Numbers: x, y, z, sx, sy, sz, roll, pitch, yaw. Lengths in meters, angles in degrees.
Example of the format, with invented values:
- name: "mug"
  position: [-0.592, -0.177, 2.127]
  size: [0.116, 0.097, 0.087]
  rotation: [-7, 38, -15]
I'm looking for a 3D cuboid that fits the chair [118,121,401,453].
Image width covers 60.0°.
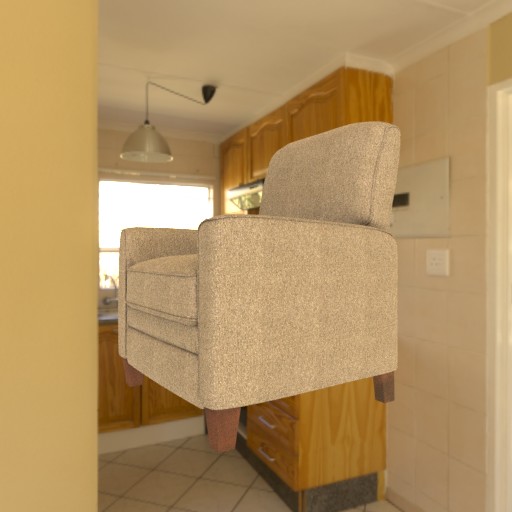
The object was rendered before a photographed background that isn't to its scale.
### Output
- name: "chair"
  position: [0.000, 0.000, 1.683]
  size: [0.858, 1.028, 0.841]
  rotation: [0, 1, -35]
